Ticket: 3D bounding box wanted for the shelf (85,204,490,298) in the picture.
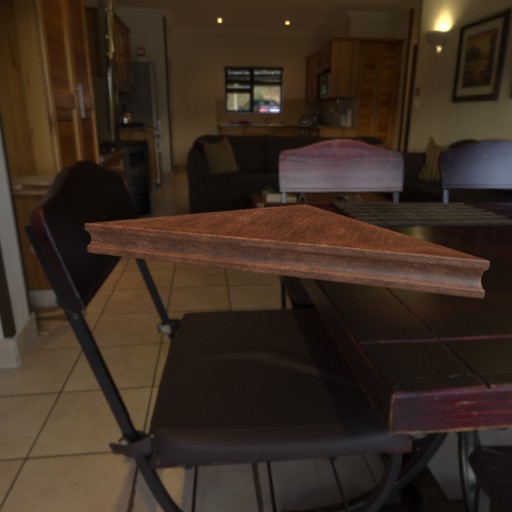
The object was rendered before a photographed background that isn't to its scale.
[{"bbox_3d":[0.000,0.000,0.446,0.296,0.035,0.296,-8,19,-24],"label":"shelf"}]
